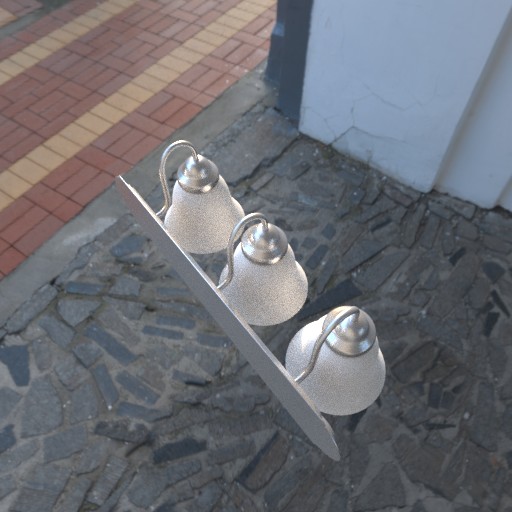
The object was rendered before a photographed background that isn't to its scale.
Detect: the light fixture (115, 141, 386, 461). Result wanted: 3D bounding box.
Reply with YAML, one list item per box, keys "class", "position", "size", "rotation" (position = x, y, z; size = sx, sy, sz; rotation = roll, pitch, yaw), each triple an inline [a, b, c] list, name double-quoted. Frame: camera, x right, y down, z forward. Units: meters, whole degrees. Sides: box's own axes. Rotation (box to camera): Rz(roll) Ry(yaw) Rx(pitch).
- class: "light fixture"
  position: [0.000, 0.000, 0.721]
  size: [0.199, 0.222, 0.610]
  rotation: [-33, 62, -20]
